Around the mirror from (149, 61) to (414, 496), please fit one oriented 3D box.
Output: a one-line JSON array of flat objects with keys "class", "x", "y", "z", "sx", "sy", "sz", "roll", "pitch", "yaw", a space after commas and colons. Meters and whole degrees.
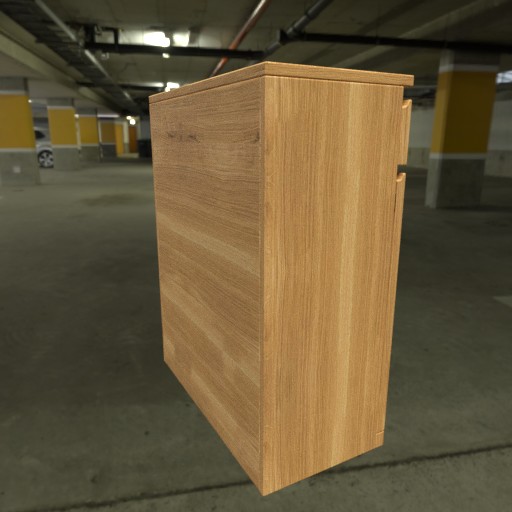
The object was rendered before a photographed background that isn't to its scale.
[{"class": "mirror", "x": 0.000, "y": 0.000, "z": 1.402, "sx": 0.400, "sy": 1.000, "sz": 0.800, "roll": -8, "pitch": 17, "yaw": -28}]
